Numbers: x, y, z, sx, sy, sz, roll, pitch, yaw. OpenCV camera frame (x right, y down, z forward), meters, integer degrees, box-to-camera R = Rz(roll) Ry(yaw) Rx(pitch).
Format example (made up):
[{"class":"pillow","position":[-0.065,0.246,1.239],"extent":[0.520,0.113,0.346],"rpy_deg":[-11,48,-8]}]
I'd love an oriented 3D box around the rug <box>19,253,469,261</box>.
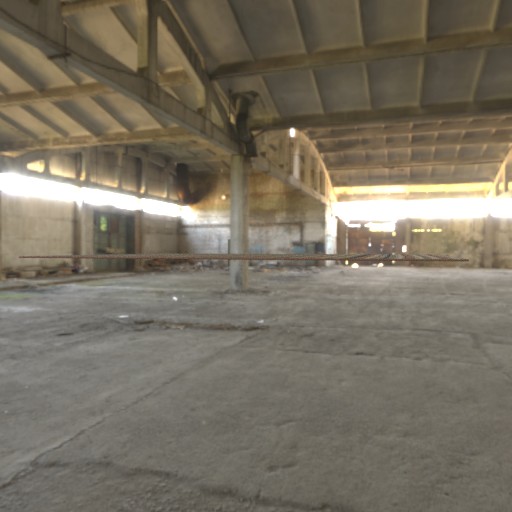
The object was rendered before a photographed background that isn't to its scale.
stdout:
[{"class":"rug","position":[0.000,0.000,2.273],"extent":[1.829,0.008,1.219],"rpy_deg":[0,1,18]}]
